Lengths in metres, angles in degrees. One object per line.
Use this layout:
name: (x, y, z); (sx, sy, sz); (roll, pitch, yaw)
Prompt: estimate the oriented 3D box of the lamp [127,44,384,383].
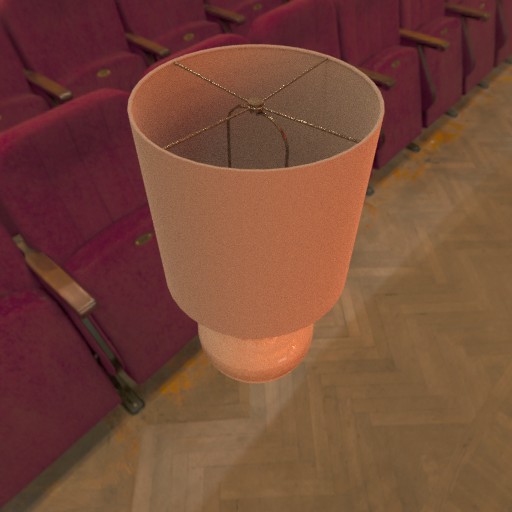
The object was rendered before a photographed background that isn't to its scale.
lamp: (0.000, 0.000, 0.528); (0.217, 0.404, 0.217); (33, 55, 27)
